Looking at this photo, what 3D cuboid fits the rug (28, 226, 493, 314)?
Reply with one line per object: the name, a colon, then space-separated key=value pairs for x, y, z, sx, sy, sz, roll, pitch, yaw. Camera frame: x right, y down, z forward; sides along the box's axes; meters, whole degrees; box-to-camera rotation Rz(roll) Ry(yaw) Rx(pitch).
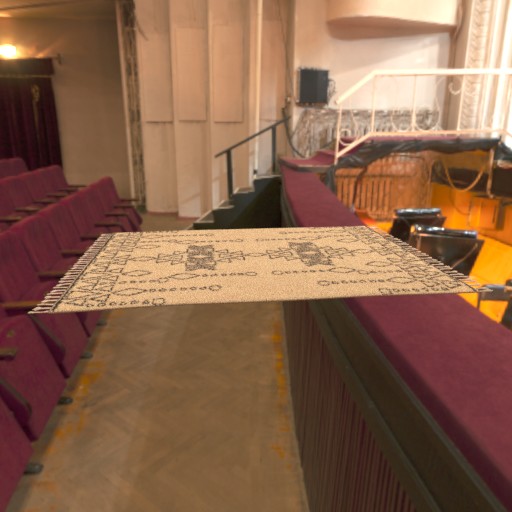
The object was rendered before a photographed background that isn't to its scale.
rug: x=0.000 y=0.000 z=3.840 sx=3.027 sy=0.028 sz=2.125 roll=-2 pitch=16 yaw=-7
